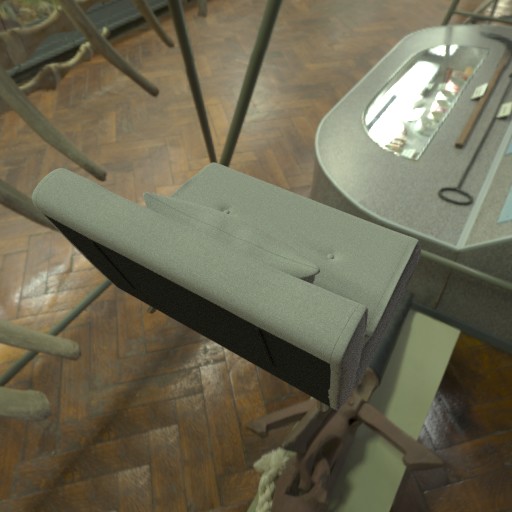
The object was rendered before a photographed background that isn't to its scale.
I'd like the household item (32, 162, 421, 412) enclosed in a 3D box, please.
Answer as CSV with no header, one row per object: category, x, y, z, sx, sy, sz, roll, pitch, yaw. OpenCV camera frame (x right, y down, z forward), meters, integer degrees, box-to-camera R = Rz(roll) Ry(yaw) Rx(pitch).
household item,0.000,0.000,1.596,1.000,0.800,0.874,25,51,21
